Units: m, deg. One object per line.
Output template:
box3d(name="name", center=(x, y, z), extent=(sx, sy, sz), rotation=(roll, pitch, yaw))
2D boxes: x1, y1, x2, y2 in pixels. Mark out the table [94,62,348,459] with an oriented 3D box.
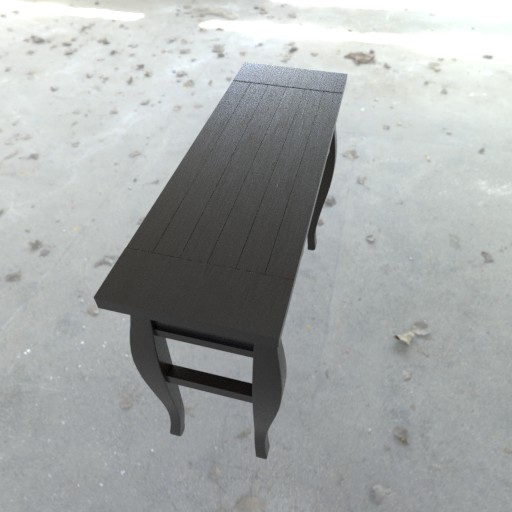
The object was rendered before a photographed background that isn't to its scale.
box3d(name="table", center=(0.000, 0.000, 1.431), extent=(0.373, 0.768, 1.062), rotation=(11, 48, 10))
